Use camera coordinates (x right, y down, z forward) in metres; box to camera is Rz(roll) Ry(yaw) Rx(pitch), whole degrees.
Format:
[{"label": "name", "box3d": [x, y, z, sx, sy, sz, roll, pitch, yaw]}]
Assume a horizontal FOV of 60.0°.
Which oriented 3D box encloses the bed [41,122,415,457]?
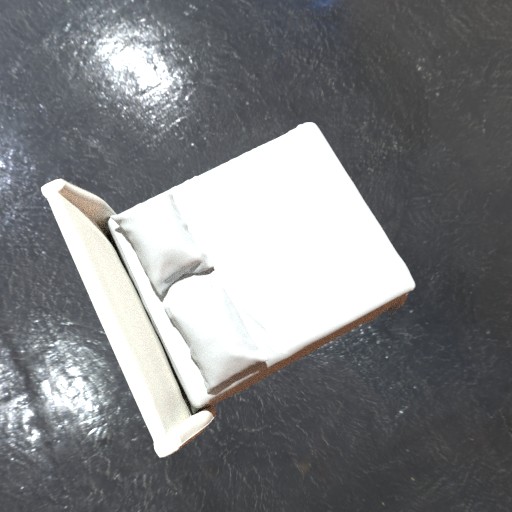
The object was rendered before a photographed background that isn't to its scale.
[{"label": "bed", "box3d": [0.000, 0.000, 3.498, 2.276, 1.332, 1.925, -27, 77, -7]}]
